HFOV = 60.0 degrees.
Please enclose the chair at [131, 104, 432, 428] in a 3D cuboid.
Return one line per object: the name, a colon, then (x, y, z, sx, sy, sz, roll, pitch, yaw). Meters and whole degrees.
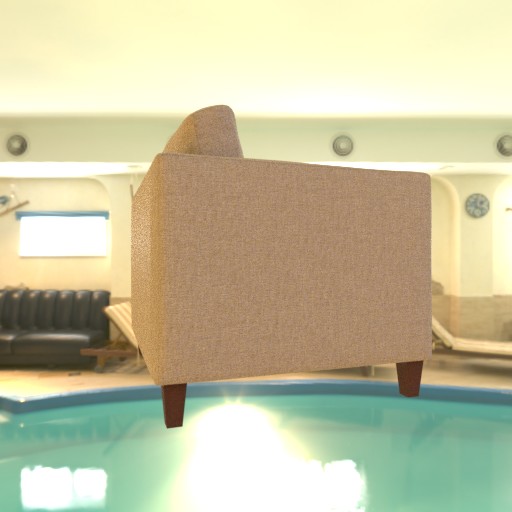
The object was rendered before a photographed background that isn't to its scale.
chair: (0.000, 0.000, 1.850, 0.959, 0.961, 1.107, 0, 0, -19)
